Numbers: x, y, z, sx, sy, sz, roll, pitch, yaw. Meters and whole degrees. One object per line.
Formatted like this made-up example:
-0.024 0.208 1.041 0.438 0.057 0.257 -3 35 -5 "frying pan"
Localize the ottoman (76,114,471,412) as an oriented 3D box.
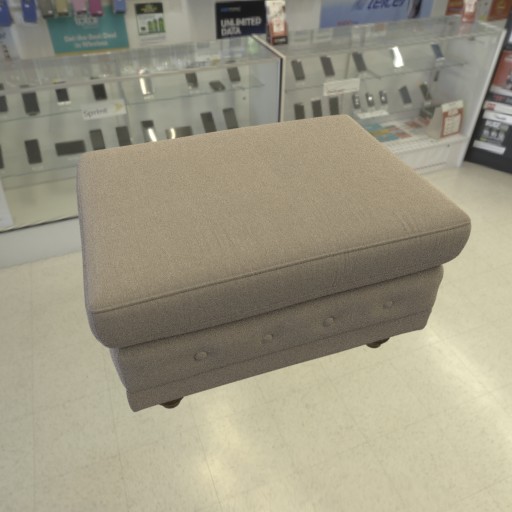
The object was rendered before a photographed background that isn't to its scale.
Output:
0.000 0.000 1.124 0.771 0.500 0.569 -12 42 -14 "ottoman"
